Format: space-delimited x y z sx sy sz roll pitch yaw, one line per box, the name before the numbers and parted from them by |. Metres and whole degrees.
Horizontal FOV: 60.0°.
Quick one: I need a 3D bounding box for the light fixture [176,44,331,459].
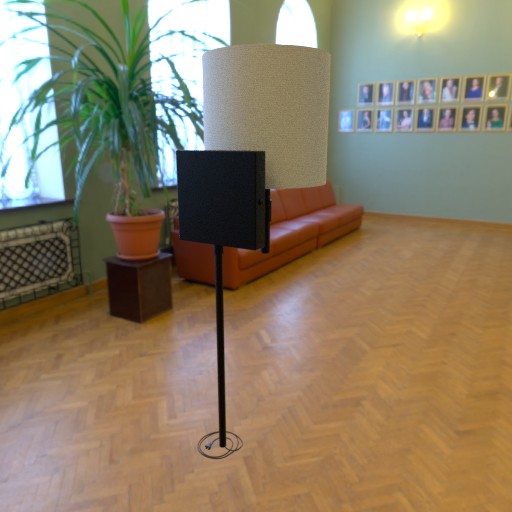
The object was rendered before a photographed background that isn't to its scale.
light fixture | 0.000 0.000 0.699 0.188 0.589 0.248 8 17 29
